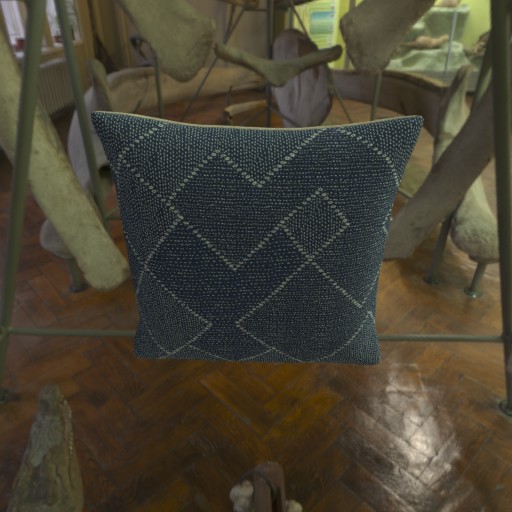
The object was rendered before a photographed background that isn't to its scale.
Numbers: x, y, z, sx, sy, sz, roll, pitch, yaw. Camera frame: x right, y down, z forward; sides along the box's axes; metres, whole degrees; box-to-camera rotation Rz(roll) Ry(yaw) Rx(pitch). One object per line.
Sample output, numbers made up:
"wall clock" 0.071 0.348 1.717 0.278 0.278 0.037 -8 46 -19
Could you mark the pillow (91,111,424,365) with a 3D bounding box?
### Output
"pillow" 0.000 0.000 0.679 0.435 0.428 0.148 1 32 2
